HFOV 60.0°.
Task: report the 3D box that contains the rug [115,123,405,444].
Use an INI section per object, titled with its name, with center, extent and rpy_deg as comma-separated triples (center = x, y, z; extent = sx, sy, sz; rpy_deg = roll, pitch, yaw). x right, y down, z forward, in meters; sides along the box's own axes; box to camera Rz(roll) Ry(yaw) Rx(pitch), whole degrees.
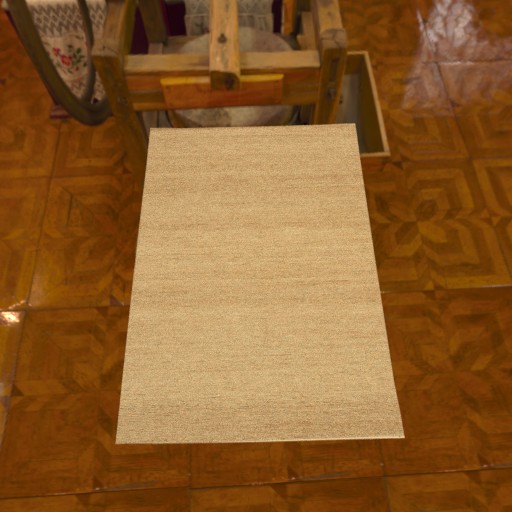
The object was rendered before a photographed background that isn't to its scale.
[rug]
center = 0.000, 0.000, 2.939
extent = 1.596, 0.030, 2.283
rpy_deg = -1, 64, 0
